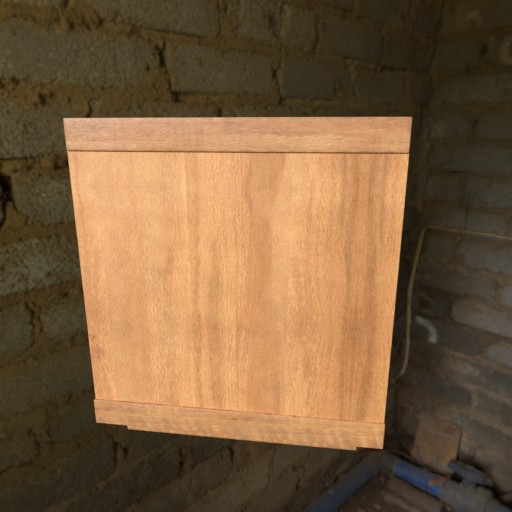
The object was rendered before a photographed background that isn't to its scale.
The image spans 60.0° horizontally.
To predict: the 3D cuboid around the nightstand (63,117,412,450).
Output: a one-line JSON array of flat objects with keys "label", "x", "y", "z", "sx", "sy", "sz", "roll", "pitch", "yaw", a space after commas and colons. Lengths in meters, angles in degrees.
[{"label": "nightstand", "x": 0.000, "y": 0.000, "z": 0.840, "sx": 0.436, "sy": 0.491, "sz": 0.493, "roll": 2, "pitch": 16, "yaw": 8}]
